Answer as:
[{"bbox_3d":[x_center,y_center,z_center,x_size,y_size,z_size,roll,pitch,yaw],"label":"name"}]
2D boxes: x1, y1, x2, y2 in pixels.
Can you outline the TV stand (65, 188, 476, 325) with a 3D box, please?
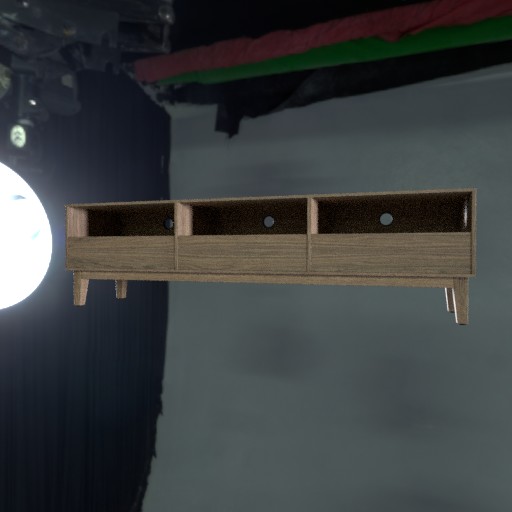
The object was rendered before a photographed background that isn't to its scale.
[{"bbox_3d":[0.000,0.000,1.708,1.482,0.409,0.366,0,1,18],"label":"TV stand"}]
